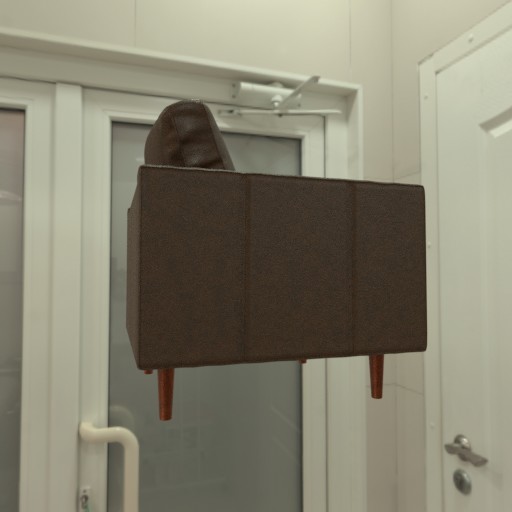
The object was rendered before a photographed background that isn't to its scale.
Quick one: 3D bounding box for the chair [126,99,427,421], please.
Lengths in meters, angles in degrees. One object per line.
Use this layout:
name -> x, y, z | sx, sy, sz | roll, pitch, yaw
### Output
chair -> 0.000, 0.000, 1.671 | 0.909, 0.956, 0.890 | 1, -2, -18
